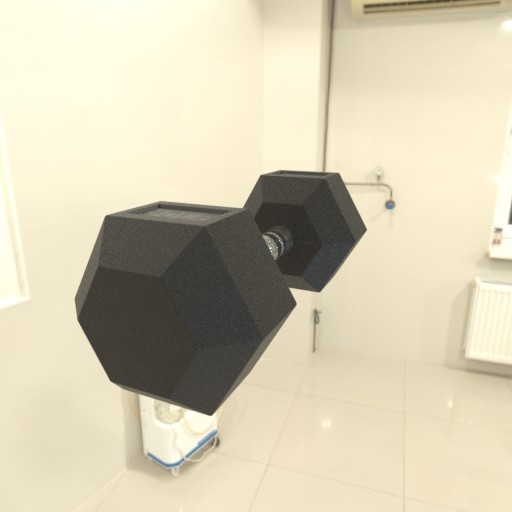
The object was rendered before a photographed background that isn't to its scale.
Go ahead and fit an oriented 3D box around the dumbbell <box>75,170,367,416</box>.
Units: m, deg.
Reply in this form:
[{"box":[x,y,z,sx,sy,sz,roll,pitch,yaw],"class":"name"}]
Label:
[{"box":[0.000,0.000,0.401,0.142,0.123,0.337,8,19,24],"class":"dumbbell"}]
